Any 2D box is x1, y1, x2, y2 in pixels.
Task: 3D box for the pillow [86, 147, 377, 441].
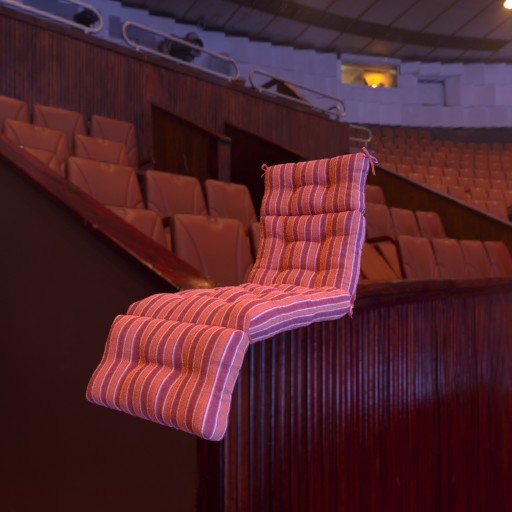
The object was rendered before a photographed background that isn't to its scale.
[{"bbox_3d":[0.000,0.000,1.528,0.526,0.863,1.016,0,0,36],"label":"pillow"}]
